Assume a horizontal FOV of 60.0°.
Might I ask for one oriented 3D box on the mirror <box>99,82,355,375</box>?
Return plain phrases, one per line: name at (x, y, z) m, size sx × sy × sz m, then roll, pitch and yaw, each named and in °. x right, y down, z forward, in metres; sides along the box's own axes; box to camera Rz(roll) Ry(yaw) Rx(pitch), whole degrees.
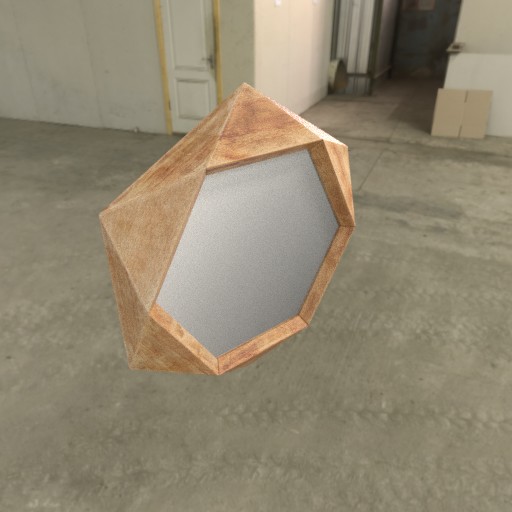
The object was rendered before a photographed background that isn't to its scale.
mirror at (0.000, 0.000, 1.066) m, size 0.675 × 0.779 × 0.091 m, roll -22°, pitch 37°, yaw -32°
